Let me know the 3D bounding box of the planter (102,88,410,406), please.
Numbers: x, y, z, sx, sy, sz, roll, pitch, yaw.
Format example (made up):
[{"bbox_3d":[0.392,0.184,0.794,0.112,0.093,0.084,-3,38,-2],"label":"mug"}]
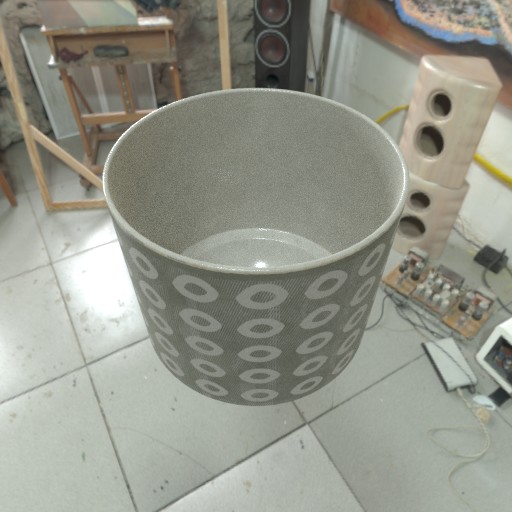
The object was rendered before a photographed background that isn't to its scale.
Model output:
[{"bbox_3d":[0.000,0.000,0.456,0.250,0.239,0.250,0,47,0],"label":"planter"}]
